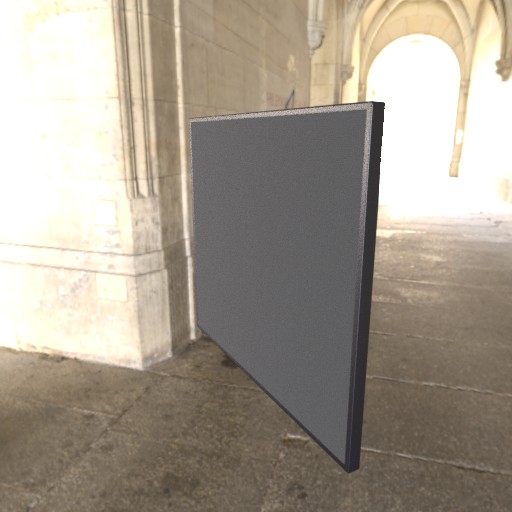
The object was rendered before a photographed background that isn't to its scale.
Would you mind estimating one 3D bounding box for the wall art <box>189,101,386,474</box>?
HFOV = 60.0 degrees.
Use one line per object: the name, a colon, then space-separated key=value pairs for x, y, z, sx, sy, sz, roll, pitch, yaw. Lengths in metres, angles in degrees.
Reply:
wall art: x=0.000 y=0.000 z=0.730 sx=0.018 sy=0.450 sz=0.521 roll=-8 pitch=17 yaw=-28
